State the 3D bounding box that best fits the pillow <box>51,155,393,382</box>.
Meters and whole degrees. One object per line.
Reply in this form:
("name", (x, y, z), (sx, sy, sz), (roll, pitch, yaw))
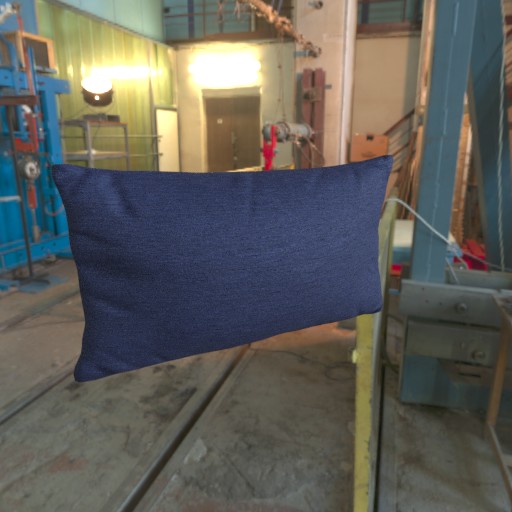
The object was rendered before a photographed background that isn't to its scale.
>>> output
("pillow", (0.000, 0.000, 0.785), (0.633, 0.338, 0.210), (-8, 17, -27))
